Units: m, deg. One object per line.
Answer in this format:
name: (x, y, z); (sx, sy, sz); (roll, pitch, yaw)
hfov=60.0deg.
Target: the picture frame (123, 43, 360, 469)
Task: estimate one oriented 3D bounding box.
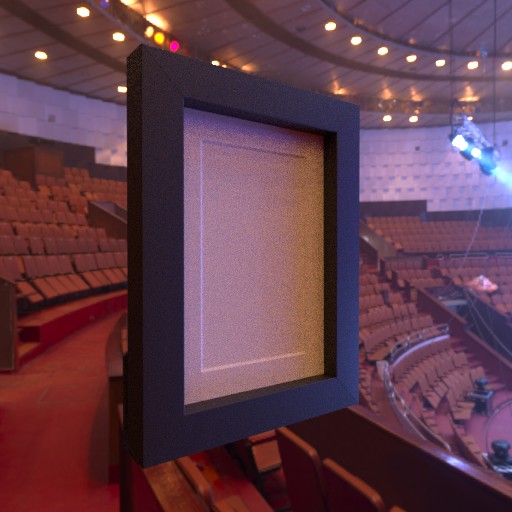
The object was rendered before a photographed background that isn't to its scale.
picture frame: (0.000, 0.000, 0.273); (0.157, 0.208, 0.028); (-1, 1, -36)
